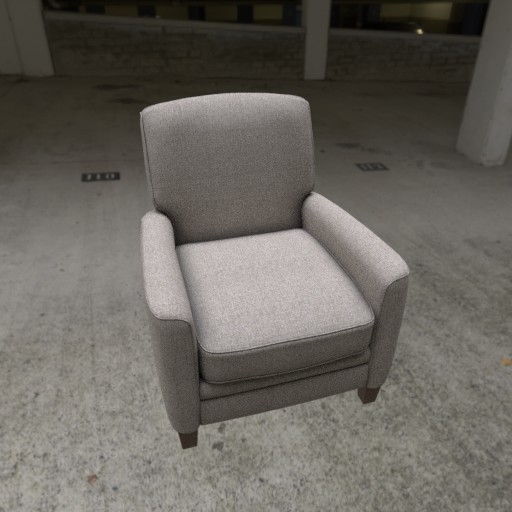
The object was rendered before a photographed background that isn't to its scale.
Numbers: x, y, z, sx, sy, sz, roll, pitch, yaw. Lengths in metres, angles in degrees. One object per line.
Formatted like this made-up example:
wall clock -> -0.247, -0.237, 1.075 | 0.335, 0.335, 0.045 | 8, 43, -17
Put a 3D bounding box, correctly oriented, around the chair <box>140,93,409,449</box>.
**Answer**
chair -> 0.000, 0.000, 1.664 | 0.848, 1.014, 0.864 | -9, 33, -14
